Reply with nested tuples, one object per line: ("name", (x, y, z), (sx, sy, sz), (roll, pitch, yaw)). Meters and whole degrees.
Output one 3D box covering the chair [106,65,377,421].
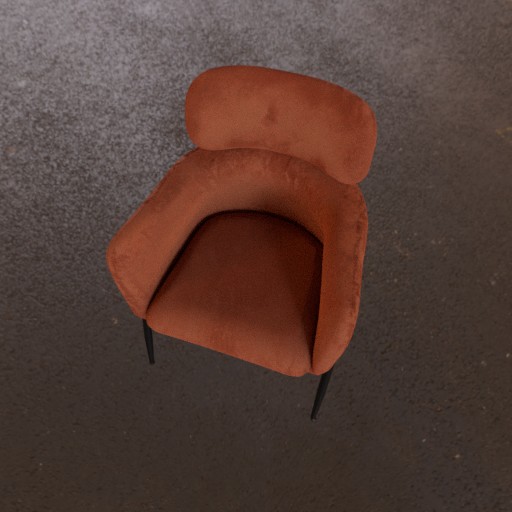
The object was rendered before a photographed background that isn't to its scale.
("chair", (0.000, 0.000, 1.152), (0.561, 0.772, 0.523), (16, 59, 10))
